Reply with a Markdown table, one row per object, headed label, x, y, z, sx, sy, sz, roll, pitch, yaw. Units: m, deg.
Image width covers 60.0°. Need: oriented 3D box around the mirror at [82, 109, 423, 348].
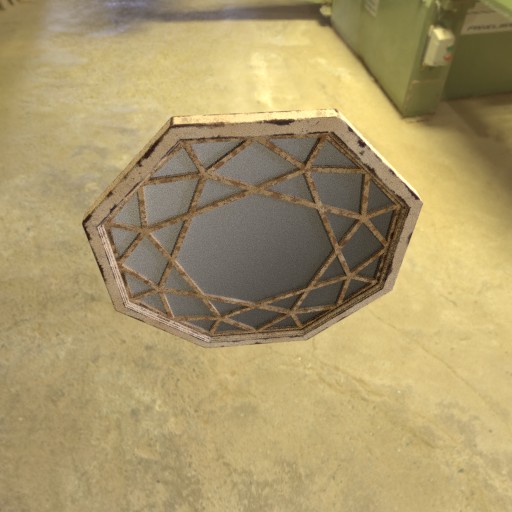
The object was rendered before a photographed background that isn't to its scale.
| label | x | y | z | sx | sy | sz | roll | pitch | yaw |
| --- | --- | --- | --- | --- | --- | --- | --- | --- | --- |
| mirror | 0.000 | 0.000 | 0.944 | 0.648 | 0.648 | 0.031 | -4 | 47 | -4 |
